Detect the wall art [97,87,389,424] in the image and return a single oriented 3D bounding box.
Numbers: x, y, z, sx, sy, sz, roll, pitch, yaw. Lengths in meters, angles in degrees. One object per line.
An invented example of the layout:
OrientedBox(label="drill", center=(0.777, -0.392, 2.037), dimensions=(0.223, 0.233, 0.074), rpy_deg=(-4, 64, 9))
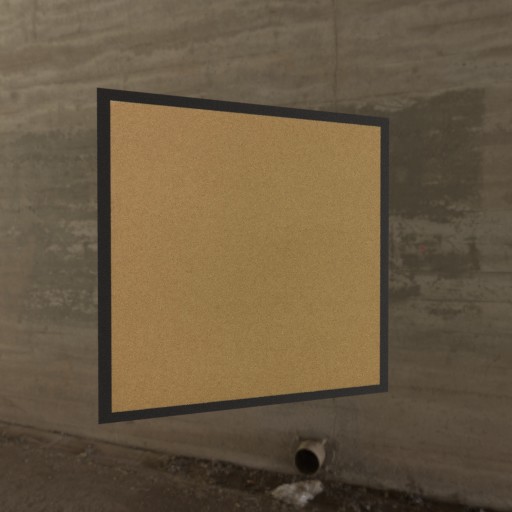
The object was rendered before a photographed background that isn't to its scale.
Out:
OrientedBox(label="wall art", center=(0.000, 0.000, 1.133), dimensions=(0.762, 0.760, 0.037), rpy_deg=(0, 1, -18))
